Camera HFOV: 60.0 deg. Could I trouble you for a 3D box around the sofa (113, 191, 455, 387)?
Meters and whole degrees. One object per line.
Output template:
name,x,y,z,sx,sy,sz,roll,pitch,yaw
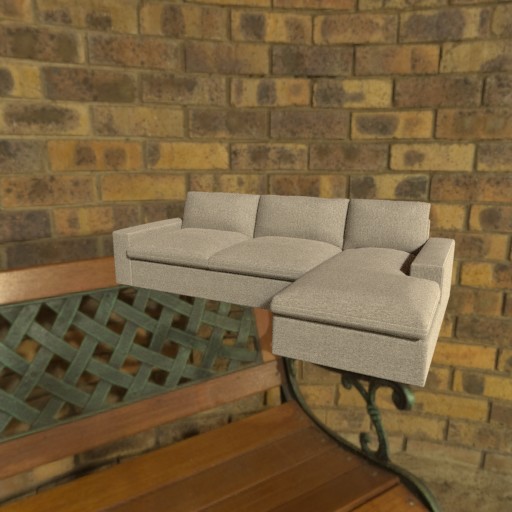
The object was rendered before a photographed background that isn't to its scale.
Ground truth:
sofa,0.000,0.000,3.439,2.718,0.813,1.689,7,15,26
